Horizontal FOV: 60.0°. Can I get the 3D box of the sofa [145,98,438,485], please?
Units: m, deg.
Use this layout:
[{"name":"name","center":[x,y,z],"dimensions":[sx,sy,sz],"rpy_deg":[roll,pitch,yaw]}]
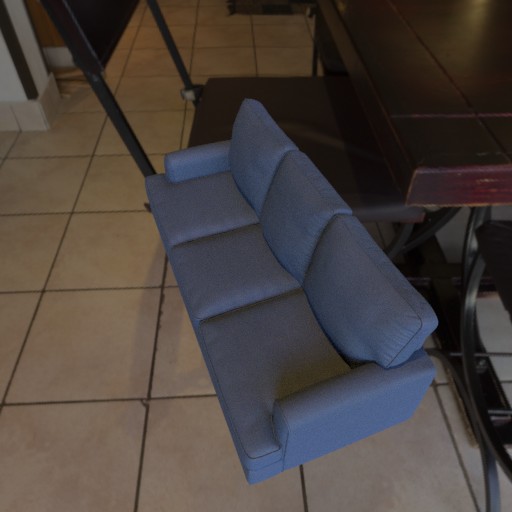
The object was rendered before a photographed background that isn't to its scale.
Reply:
[{"name":"sofa","center":[0.000,0.000,2.625],"dimensions":[0.951,0.965,2.158],"rpy_deg":[-16,48,-15]}]
